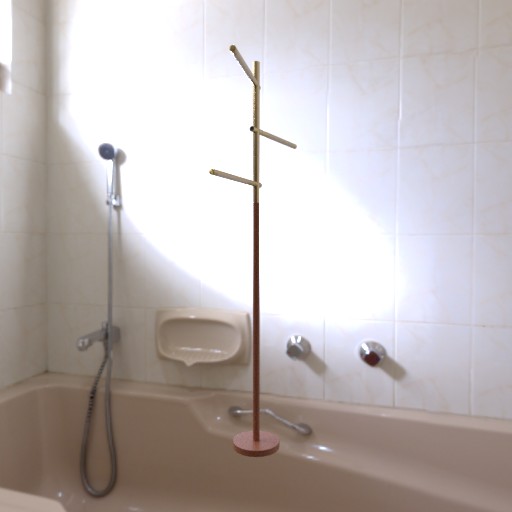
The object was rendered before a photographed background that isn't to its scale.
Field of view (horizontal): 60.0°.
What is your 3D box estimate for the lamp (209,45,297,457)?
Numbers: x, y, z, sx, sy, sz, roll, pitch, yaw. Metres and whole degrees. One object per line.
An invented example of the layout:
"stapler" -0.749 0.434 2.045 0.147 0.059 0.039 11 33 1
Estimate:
"lamp" 0.000 0.000 1.964 0.209 1.704 0.737 0 1 19
